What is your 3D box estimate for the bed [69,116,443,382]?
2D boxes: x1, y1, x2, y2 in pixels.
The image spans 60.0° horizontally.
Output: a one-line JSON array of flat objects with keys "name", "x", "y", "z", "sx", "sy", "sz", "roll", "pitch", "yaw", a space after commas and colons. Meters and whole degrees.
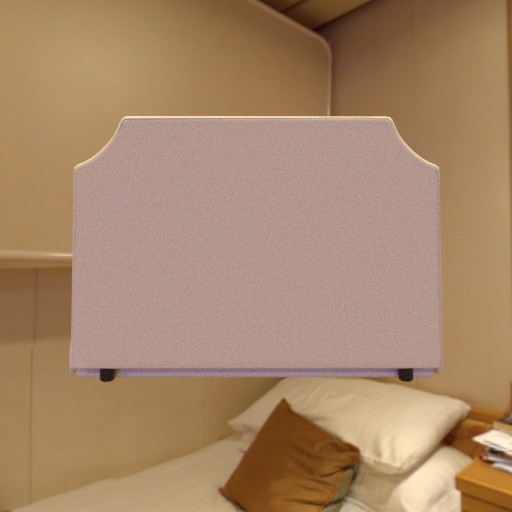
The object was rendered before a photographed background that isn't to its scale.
[{"name": "bed", "x": 0.000, "y": 0.000, "z": 4.012, "sx": 2.350, "sy": 1.590, "sz": 2.773, "roll": 0, "pitch": -2, "yaw": 0}]
